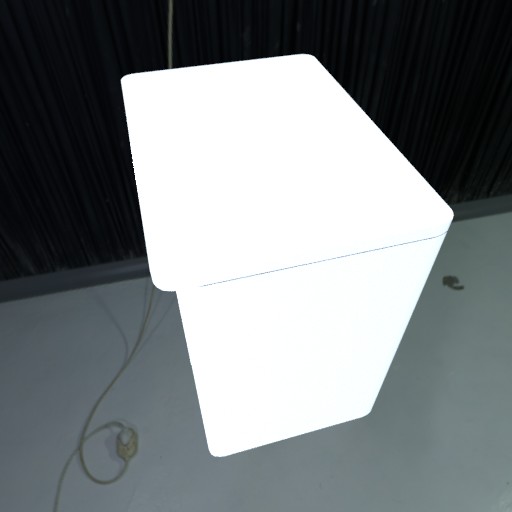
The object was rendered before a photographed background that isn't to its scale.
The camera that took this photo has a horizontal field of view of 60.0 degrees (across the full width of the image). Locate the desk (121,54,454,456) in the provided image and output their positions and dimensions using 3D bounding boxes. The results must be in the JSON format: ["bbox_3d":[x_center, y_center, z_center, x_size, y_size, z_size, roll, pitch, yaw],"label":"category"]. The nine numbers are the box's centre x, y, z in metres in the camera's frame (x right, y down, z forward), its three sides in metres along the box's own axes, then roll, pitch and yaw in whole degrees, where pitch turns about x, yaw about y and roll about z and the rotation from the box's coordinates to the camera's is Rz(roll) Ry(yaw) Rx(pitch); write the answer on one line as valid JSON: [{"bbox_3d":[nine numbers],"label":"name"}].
[{"bbox_3d":[0.000,0.000,1.282,0.549,0.800,0.762,-11,47,-11],"label":"desk"}]
